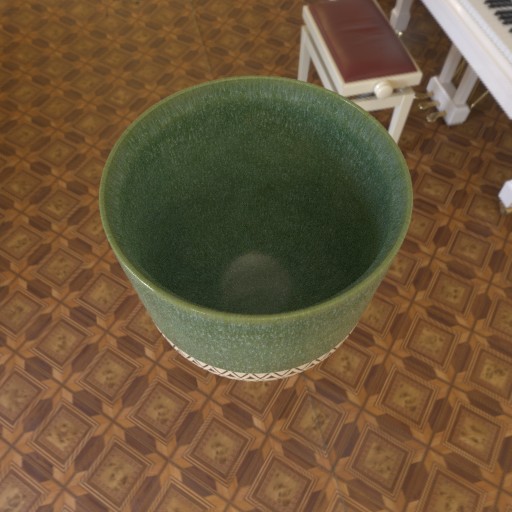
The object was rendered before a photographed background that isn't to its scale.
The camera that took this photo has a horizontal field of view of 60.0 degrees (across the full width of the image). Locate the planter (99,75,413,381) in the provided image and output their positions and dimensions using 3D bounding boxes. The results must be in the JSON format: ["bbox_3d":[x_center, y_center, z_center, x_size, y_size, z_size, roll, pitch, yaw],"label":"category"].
[{"bbox_3d":[0.000,0.000,0.495,0.266,0.270,0.266,0,59,0],"label":"planter"}]
